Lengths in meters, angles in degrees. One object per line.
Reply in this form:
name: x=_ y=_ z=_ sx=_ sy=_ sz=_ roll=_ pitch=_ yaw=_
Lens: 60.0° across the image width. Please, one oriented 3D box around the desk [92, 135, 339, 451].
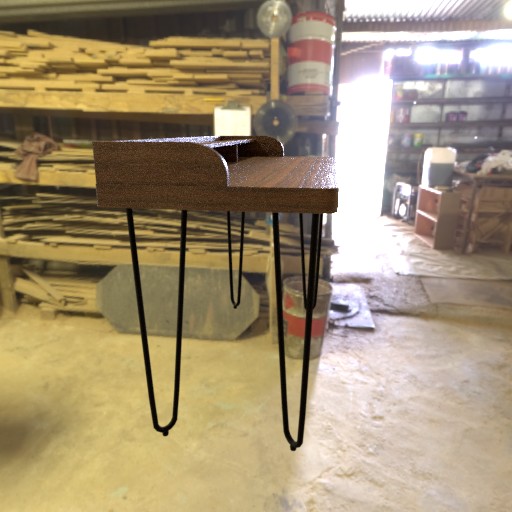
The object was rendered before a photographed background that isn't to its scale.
desk: x=0.000 y=0.000 z=1.656 sx=0.565 sy=0.854 sz=1.200 roll=3 pitch=16 yaw=9
